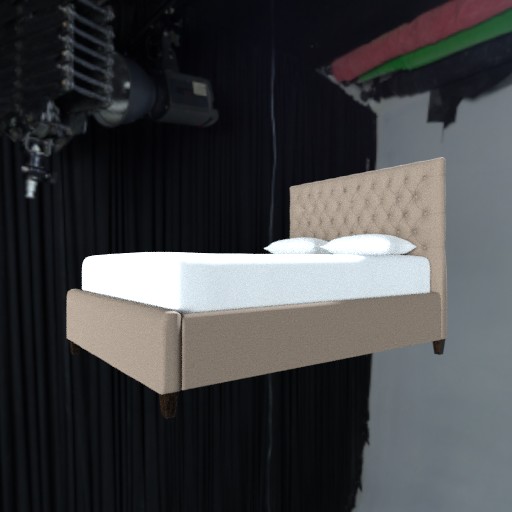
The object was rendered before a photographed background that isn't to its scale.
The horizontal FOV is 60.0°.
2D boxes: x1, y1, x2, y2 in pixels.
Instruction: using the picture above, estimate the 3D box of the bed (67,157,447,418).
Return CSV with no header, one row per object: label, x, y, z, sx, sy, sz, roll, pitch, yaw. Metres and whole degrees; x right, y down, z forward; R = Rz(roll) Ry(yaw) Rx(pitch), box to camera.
bed,0.000,0.000,3.234,2.233,1.426,1.696,0,0,-36
